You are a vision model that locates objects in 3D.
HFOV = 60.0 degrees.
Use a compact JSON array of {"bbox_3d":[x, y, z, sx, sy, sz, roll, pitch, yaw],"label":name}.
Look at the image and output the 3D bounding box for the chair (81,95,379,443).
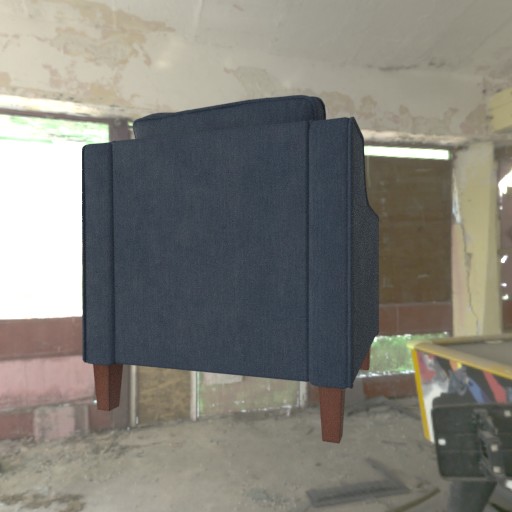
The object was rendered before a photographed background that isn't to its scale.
[{"bbox_3d":[0.000,0.000,1.652,0.831,0.960,0.909,0,0,20],"label":"chair"}]
